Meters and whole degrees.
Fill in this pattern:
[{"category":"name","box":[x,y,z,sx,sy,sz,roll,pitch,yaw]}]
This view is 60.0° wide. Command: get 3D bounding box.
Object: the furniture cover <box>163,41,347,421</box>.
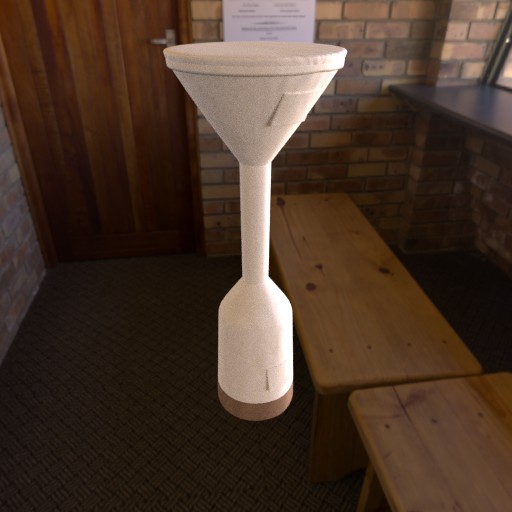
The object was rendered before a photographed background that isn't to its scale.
[{"category":"furniture cover","box":[0.000,0.000,2.827,0.914,2.413,0.914,-22,37,-34]}]
